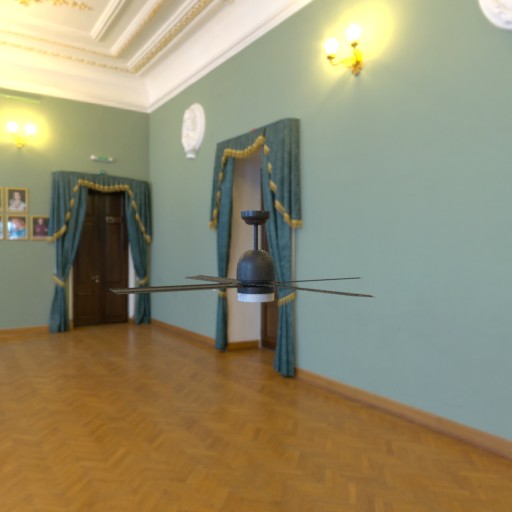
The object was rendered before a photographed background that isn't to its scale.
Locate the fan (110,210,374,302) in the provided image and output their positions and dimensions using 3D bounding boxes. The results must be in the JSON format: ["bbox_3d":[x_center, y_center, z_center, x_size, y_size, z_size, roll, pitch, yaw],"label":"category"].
[{"bbox_3d":[0.000,0.000,2.058,1.319,0.410,1.319,-1,1,-36],"label":"fan"}]
